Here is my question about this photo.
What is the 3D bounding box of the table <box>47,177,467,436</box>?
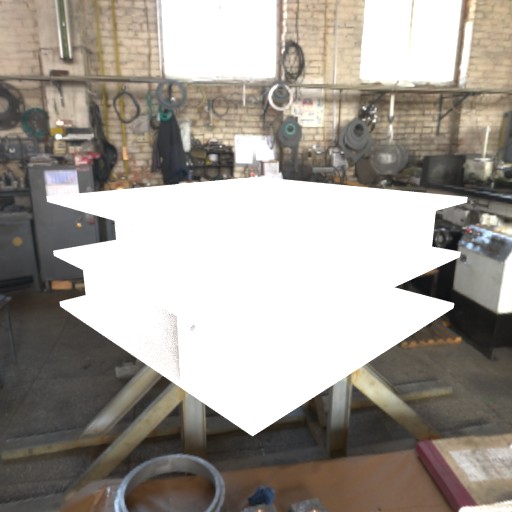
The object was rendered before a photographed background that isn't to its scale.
[{"bbox_3d":[0.000,0.000,1.081,0.700,0.289,0.700,-15,21,-42],"label":"table"}]
